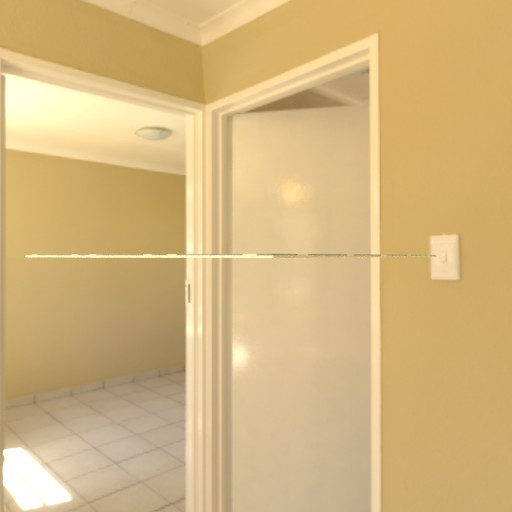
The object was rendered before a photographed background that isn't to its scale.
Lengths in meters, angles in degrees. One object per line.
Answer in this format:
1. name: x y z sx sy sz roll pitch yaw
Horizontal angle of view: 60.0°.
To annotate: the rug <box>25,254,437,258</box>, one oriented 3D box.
1. rug: 0.000 0.000 4.140 2.466 0.021 3.049 0 0 36
